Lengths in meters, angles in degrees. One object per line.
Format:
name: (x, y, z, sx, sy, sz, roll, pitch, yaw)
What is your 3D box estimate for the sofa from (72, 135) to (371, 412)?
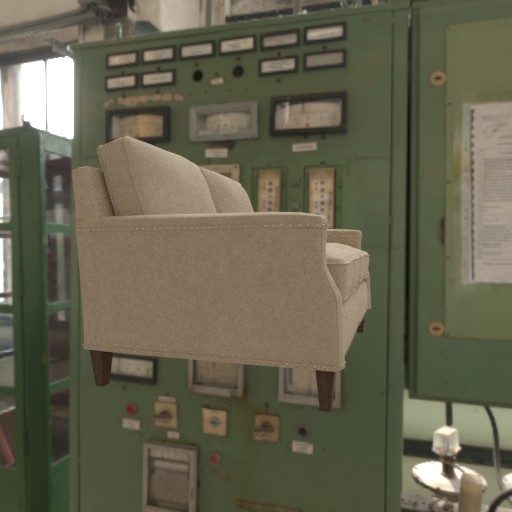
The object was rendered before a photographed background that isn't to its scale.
sofa: (0.000, 0.000, 2.305, 1.084, 1.002, 1.597, 0, 1, 18)
